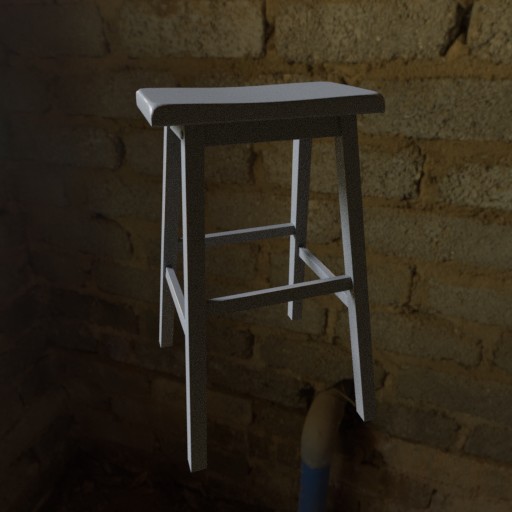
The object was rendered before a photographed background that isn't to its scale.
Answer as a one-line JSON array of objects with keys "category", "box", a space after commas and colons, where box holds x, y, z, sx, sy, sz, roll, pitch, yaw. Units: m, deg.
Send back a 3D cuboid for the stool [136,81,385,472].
[{"category": "stool", "box": [0.000, 0.000, 1.047, 0.457, 0.737, 0.476, -9, 28, -17]}]
